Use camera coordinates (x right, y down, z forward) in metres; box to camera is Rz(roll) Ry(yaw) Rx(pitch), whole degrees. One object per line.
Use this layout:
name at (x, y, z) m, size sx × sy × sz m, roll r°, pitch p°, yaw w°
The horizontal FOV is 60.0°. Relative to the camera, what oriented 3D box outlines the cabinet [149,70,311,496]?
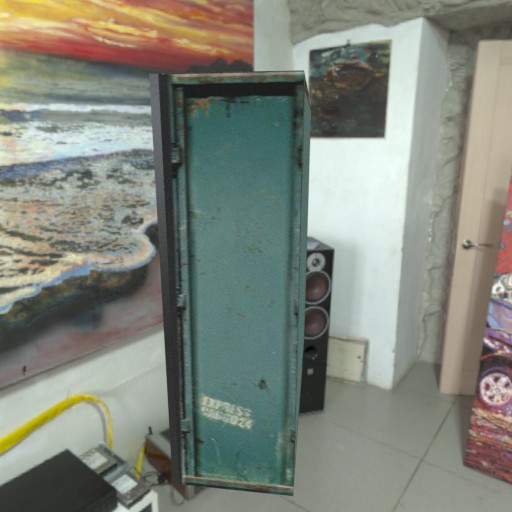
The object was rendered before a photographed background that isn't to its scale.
cabinet at (0.000, 0.000, 3.141) m, size 0.680 × 2.160 × 2.000 m, roll 2°, pitch 15°, yaw 7°
